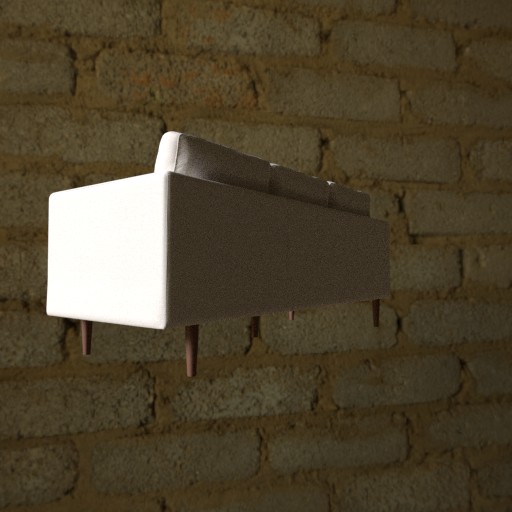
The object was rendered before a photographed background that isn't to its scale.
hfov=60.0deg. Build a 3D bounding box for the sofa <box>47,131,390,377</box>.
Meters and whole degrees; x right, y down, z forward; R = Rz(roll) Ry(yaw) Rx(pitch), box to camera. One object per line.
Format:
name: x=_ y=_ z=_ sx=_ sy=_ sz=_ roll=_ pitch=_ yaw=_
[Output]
sofa: x=0.000 y=0.000 z=2.493 sx=0.802 sy=0.912 sz=2.029 roll=-1 pitch=-2 yaw=37
